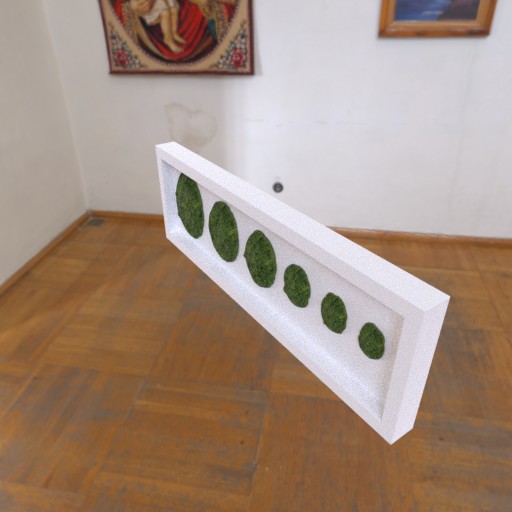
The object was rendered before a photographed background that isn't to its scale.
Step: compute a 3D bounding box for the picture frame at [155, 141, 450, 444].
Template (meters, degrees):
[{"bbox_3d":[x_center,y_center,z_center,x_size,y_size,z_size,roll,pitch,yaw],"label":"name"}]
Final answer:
[{"bbox_3d":[0.000,0.000,0.861,0.050,0.250,0.759,-20,37,-29],"label":"picture frame"}]
